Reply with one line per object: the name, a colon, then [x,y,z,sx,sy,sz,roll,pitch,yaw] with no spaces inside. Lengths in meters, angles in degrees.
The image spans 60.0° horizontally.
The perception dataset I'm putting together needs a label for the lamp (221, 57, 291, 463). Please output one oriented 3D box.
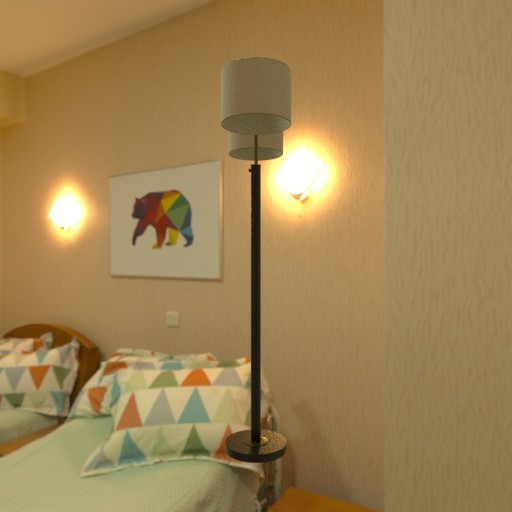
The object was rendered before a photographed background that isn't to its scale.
lamp: [0.000,0.000,1.829,0.254,1.587,0.711,0,0,0]
